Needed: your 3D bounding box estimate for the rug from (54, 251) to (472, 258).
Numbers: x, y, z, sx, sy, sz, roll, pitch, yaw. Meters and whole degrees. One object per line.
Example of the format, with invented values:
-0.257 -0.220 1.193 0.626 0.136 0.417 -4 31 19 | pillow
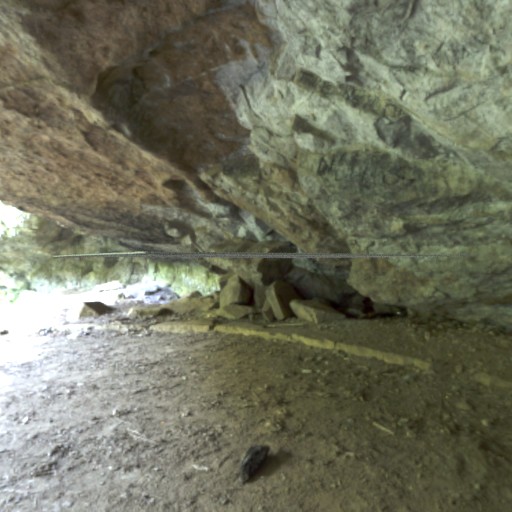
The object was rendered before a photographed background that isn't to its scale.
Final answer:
0.000 0.000 4.118 3.069 0.026 2.451 0 -1 -35 | rug
